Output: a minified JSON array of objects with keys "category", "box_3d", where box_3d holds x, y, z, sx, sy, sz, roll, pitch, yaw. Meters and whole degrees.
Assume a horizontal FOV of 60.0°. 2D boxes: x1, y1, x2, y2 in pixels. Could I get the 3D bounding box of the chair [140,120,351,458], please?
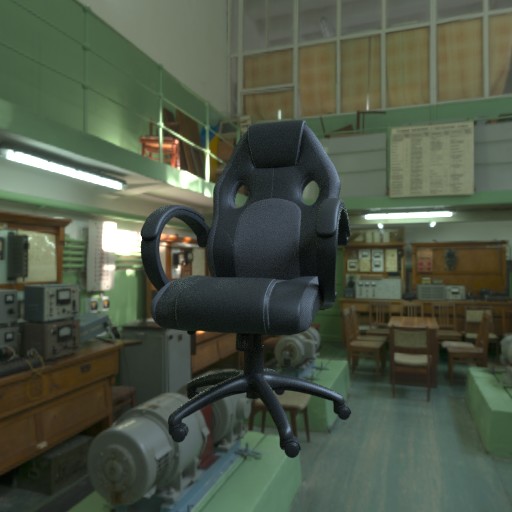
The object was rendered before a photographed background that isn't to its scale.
[{"category":"chair","box_3d":[0.000,0.000,1.639,0.673,1.187,0.724,0,-1,17]}]
